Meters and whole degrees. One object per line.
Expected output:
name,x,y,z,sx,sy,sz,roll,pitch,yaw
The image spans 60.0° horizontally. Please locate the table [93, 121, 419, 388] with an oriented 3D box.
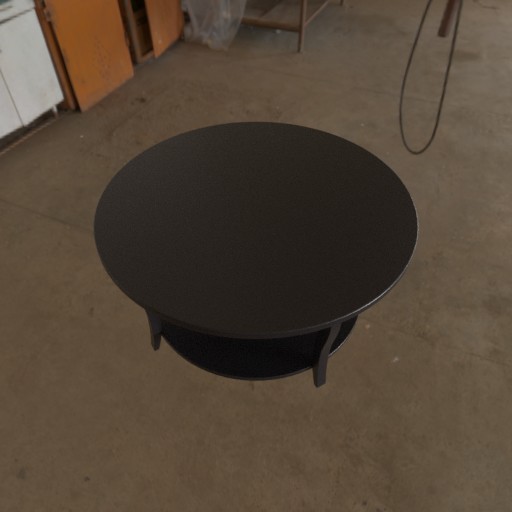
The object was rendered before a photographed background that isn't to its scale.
table,0.000,0.000,1.448,0.914,0.457,0.914,0,46,0
